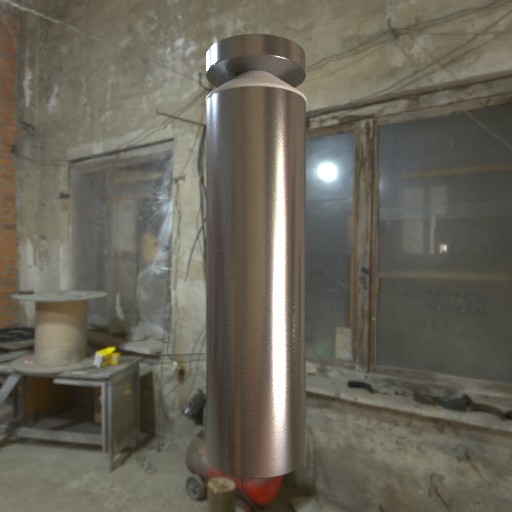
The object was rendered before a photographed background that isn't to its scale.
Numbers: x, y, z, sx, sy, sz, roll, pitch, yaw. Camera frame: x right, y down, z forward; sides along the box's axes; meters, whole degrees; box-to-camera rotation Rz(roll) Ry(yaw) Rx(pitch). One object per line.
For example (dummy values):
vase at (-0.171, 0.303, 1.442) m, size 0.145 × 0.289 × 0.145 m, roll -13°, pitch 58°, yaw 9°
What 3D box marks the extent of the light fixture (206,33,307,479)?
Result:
light fixture at (0.000, 0.000, 0.448) m, size 0.102 × 0.400 × 0.102 m, roll 0°, pitch 0°, yaw 1°
